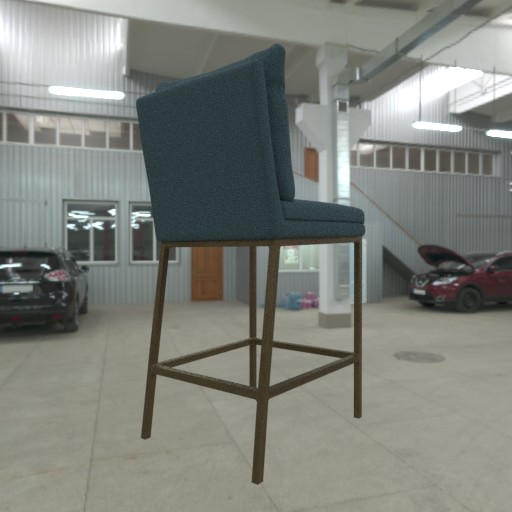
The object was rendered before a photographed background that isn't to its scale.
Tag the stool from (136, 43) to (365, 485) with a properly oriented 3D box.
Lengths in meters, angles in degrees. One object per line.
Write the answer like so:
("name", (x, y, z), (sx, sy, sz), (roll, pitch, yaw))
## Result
("stool", (0.000, 0.000, 1.339), (0.463, 1.032, 0.568), (0, 1, 37))
